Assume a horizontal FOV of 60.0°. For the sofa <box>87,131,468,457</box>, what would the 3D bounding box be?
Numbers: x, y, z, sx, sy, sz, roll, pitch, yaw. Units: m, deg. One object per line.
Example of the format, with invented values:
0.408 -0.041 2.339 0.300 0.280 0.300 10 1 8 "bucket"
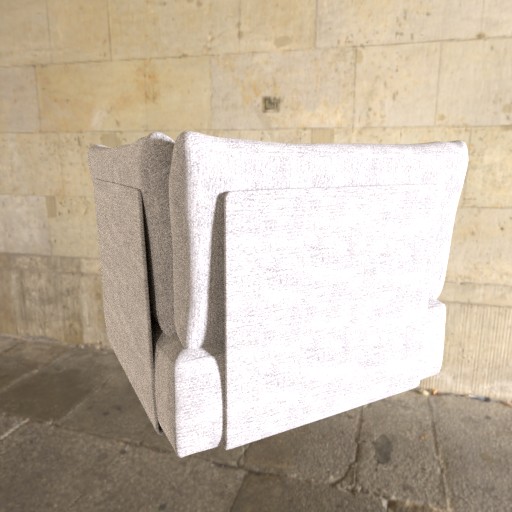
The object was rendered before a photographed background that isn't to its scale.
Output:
0.000 0.000 1.638 1.000 0.820 1.000 -6 14 -27 "sofa"
